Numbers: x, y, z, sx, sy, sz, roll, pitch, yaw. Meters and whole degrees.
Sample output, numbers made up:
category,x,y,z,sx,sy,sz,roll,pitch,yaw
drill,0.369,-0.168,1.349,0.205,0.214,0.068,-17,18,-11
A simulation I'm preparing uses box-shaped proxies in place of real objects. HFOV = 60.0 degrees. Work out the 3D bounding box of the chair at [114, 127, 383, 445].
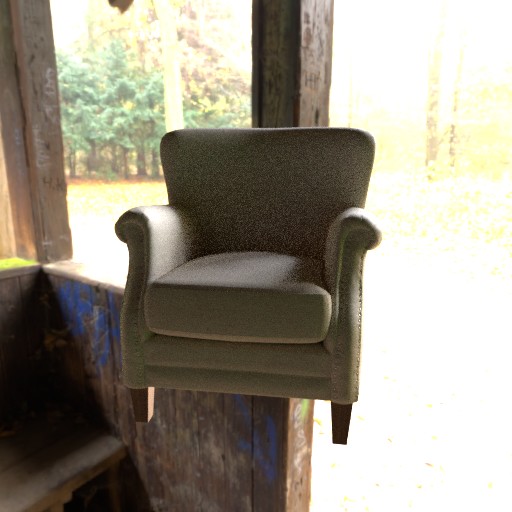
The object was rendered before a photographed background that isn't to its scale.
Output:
category,x,y,z,sx,sy,sz,roll,pitch,yaw
chair,0.000,0.000,1.626,0.861,0.936,0.921,2,14,8
